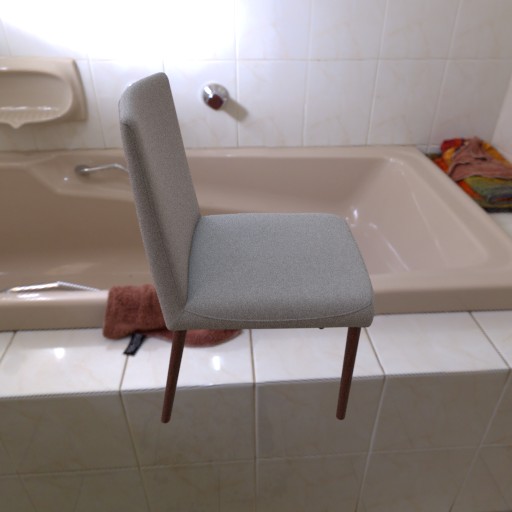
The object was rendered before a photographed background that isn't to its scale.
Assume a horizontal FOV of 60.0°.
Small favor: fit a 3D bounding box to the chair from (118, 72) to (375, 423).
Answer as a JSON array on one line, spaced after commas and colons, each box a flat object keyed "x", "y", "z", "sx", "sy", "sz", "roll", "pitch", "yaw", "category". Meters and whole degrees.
[{"x": 0.000, "y": 0.000, "z": 1.180, "sx": 0.570, "sy": 0.859, "sz": 0.456, "roll": -1, "pitch": 33, "yaw": -1, "category": "chair"}]
